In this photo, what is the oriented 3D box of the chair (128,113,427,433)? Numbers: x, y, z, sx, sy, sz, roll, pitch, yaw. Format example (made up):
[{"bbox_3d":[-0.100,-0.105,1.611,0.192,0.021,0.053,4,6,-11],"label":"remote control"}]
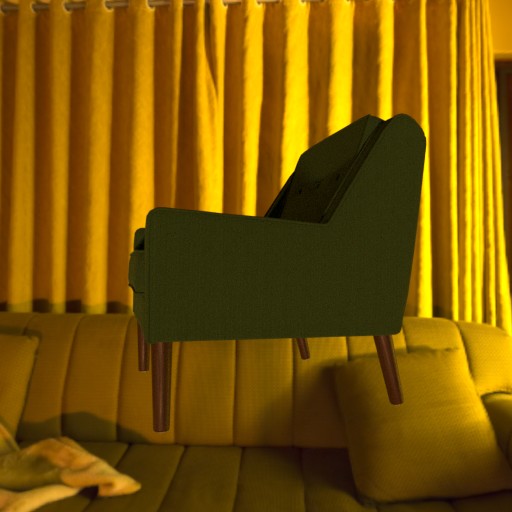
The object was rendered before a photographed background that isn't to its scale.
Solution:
[{"bbox_3d":[0.000,0.000,1.361,0.743,0.792,0.663,0,-1,-18],"label":"chair"}]
